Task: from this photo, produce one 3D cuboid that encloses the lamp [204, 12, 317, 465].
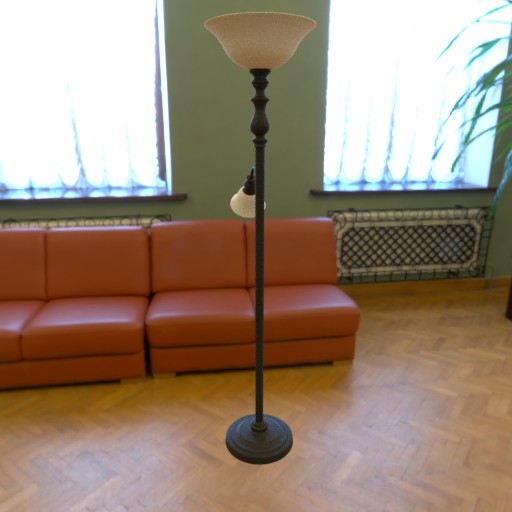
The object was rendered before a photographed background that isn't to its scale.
[{"bbox_3d":[0.000,0.000,1.946,0.405,1.793,0.588,-3,17,-9],"label":"lamp"}]
